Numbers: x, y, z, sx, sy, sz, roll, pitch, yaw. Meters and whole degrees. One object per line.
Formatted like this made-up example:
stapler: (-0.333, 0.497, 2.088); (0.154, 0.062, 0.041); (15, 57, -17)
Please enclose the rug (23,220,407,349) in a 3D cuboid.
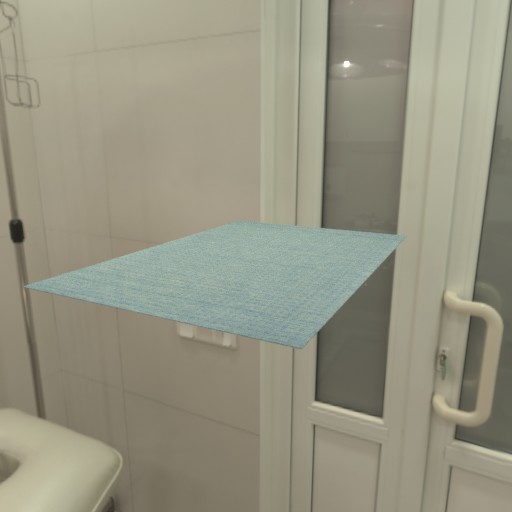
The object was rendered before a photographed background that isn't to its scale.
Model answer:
rug: (0.000, 0.000, 3.740); (1.982, 0.006, 2.895); (7, 16, 27)
